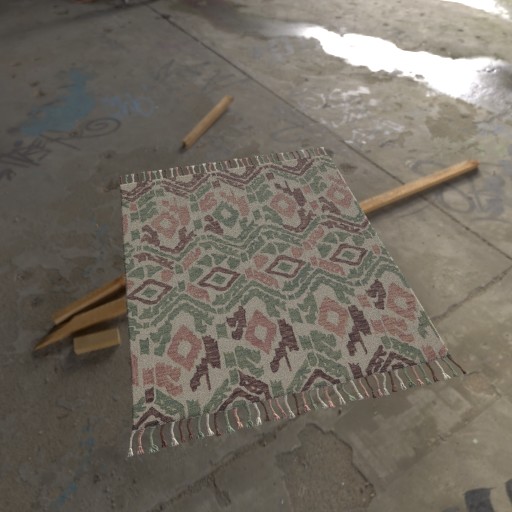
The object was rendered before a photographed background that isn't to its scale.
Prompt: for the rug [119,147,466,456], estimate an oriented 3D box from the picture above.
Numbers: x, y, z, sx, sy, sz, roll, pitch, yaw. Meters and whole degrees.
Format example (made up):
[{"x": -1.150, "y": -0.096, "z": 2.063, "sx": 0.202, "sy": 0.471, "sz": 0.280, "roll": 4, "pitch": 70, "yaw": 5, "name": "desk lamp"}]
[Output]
[{"x": 0.000, "y": 0.000, "z": 4.038, "sx": 2.438, "sy": 0.010, "sz": 3.048, "roll": -10, "pitch": 48, "yaw": -9, "name": "rug"}]
